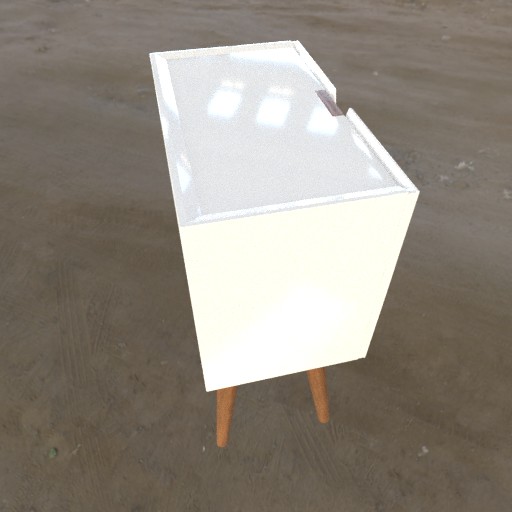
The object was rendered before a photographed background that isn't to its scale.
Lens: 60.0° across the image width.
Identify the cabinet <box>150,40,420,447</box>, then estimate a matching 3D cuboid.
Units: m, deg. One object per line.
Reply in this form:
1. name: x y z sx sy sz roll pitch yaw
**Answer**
1. cabinet: 0.000 0.000 1.080 0.344 0.772 0.591 -10 46 -9
